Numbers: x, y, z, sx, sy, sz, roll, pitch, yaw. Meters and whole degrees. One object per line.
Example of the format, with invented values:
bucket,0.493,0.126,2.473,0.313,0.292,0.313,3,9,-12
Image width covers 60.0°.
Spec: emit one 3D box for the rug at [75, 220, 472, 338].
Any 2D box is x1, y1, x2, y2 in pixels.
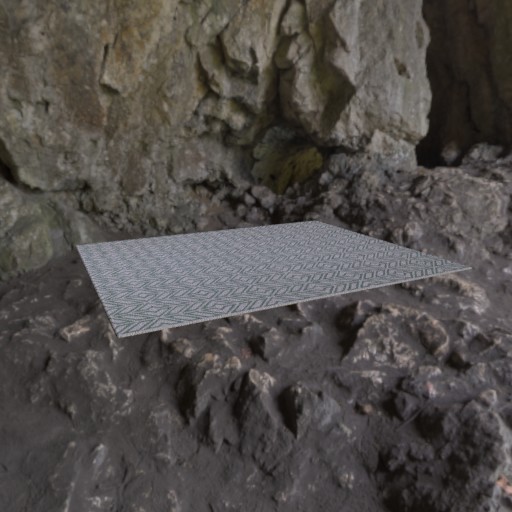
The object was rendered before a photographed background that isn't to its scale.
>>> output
rug,0.000,0.000,4.294,3.050,0.017,2.441,-8,17,-26
